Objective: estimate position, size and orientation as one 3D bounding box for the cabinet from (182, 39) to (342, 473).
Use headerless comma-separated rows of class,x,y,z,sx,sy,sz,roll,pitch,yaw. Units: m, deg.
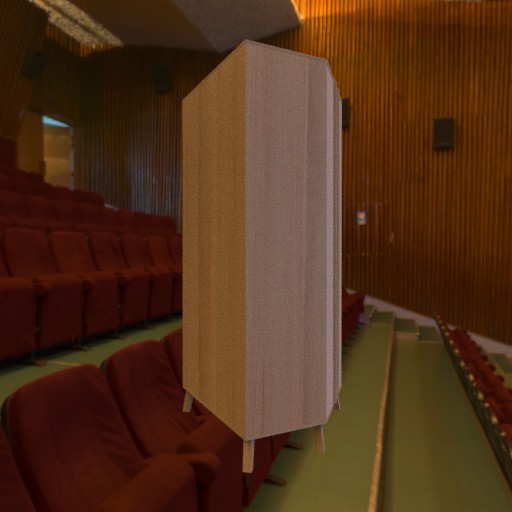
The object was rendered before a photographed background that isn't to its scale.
cabinet,0.000,0.000,2.650,0.969,1.957,1.272,0,0,18
